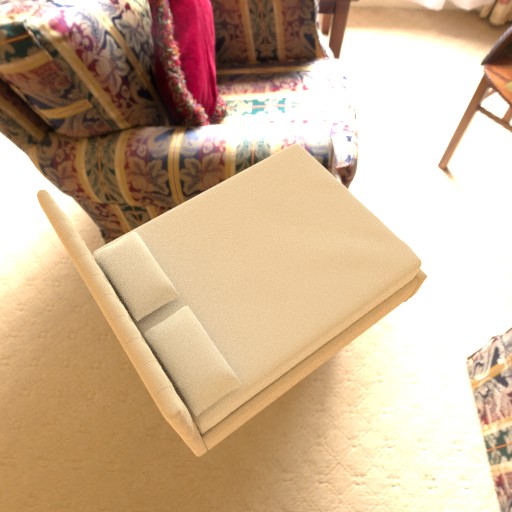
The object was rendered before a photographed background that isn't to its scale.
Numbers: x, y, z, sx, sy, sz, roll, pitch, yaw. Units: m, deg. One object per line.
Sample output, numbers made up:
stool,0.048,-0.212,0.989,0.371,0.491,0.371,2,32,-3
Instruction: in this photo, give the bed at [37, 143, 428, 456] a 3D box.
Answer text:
bed,0.000,0.000,3.349,2.233,1.426,1.696,-32,64,-18
